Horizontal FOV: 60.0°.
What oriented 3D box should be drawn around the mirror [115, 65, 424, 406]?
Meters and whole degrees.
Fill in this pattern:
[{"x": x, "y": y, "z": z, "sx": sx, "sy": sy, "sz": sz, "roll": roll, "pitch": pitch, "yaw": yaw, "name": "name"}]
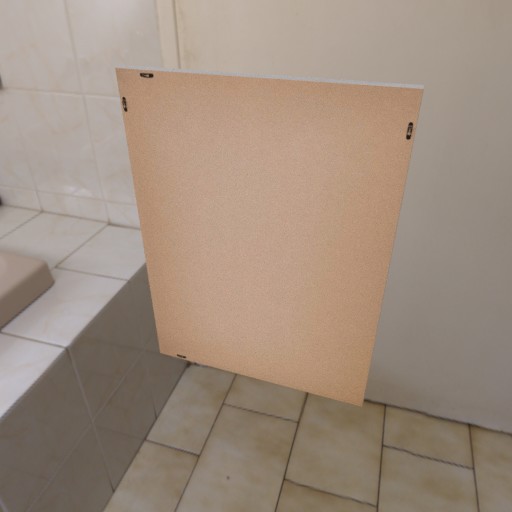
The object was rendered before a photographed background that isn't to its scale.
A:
[{"x": 0.000, "y": 0.000, "z": 1.327, "sx": 0.762, "sy": 1.016, "sz": 0.041, "roll": 11, "pitch": 34, "yaw": 16, "name": "mirror"}]
